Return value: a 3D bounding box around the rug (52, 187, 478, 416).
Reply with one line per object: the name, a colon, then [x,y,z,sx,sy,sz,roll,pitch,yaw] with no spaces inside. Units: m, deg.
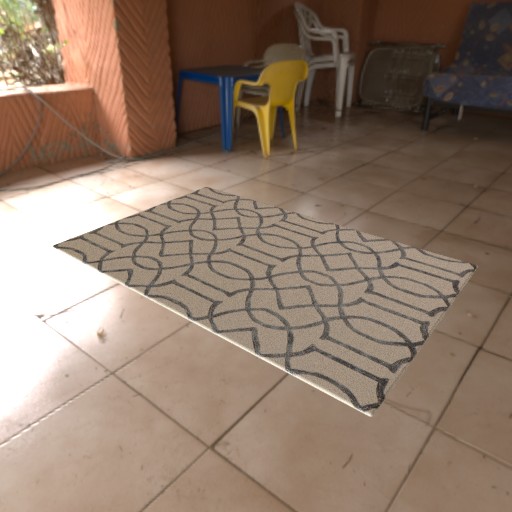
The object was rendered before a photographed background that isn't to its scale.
rug: [0.000,0.000,2.905,2.365,0.017,1.521,21,35,33]
